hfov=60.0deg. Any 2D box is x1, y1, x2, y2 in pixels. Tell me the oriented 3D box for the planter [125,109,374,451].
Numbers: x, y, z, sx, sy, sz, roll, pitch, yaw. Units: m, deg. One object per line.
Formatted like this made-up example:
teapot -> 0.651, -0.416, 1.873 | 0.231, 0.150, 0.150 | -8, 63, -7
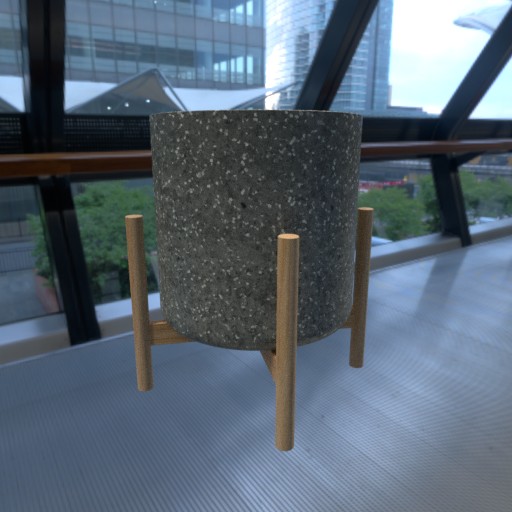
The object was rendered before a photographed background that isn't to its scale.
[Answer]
planter -> 0.000, 0.000, 0.698 | 0.360, 0.419, 0.360 | 3, 15, 10
